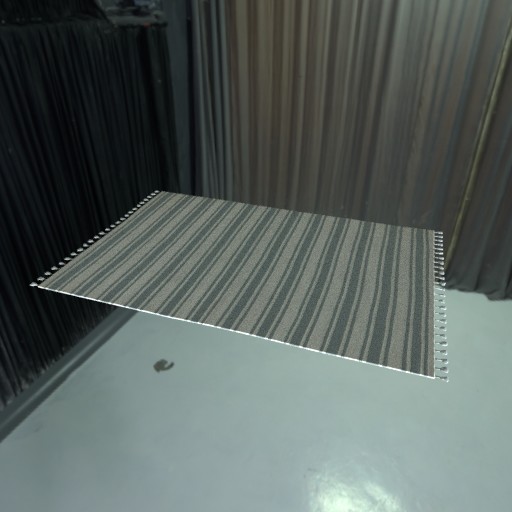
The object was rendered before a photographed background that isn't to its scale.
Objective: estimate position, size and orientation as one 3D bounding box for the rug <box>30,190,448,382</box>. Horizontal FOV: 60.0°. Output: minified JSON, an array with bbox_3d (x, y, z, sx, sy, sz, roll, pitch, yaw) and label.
[{"bbox_3d":[0.000,0.000,2.996,2.410,0.011,1.539,10,33,16],"label":"rug"}]
